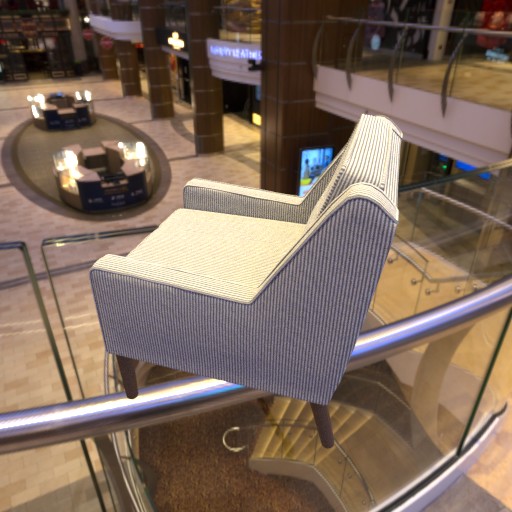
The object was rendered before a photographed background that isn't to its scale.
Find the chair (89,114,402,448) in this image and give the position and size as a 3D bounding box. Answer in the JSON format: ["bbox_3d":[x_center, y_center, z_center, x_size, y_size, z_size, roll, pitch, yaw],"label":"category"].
[{"bbox_3d":[0.000,0.000,1.344,0.743,0.792,0.663,9,32,14],"label":"chair"}]
